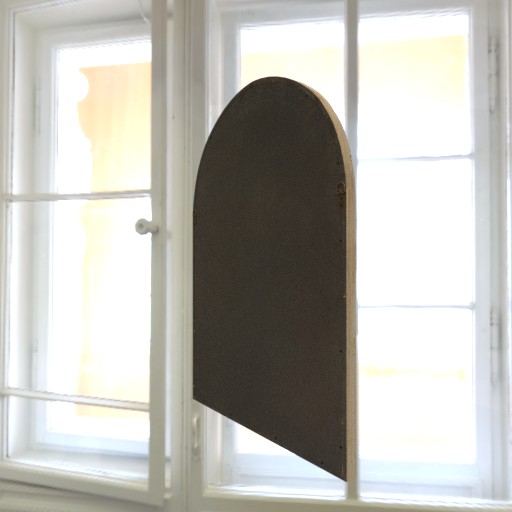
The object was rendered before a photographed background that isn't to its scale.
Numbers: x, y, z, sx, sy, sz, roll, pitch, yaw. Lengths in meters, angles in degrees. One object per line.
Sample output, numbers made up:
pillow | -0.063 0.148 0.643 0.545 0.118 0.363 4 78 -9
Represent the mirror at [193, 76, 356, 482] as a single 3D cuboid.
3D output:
mirror | 0.000 0.000 1.175 0.032 0.920 0.660 0 0 -36
